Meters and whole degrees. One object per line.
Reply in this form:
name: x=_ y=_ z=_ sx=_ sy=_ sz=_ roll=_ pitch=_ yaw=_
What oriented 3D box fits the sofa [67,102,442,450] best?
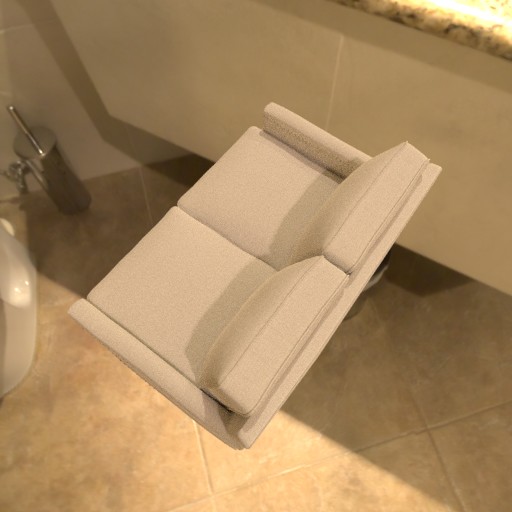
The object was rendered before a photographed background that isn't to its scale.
sofa: x=0.000 y=0.000 z=2.253 sx=1.084 sy=1.003 sz=1.597 roll=34 pitch=69 yaw=15
